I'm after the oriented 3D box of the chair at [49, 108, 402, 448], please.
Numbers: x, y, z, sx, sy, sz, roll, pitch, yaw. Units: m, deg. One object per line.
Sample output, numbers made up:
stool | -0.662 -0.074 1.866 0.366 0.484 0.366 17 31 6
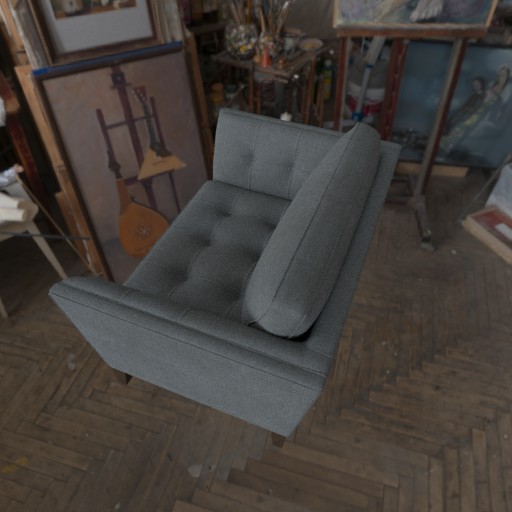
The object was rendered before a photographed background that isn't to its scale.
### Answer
chair | 0.000 0.000 2.031 0.965 0.942 1.396 16 48 15
